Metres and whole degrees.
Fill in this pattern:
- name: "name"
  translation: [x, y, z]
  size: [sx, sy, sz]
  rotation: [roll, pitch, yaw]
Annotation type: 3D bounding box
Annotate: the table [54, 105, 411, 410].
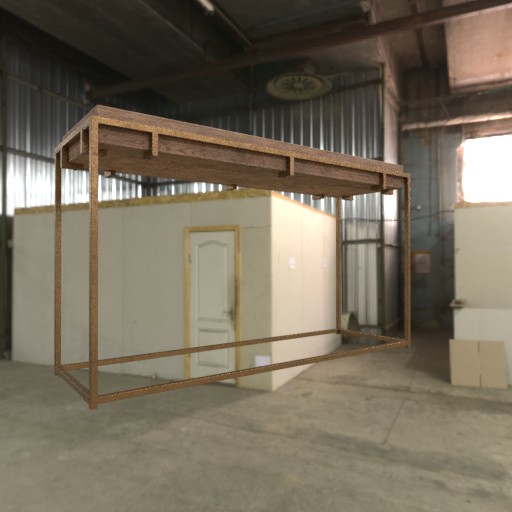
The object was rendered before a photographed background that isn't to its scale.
- name: "table"
  translation: [0.000, 0.000, 1.763]
  size: [1.400, 0.820, 0.440]
  rotation: [0, 0, -36]
